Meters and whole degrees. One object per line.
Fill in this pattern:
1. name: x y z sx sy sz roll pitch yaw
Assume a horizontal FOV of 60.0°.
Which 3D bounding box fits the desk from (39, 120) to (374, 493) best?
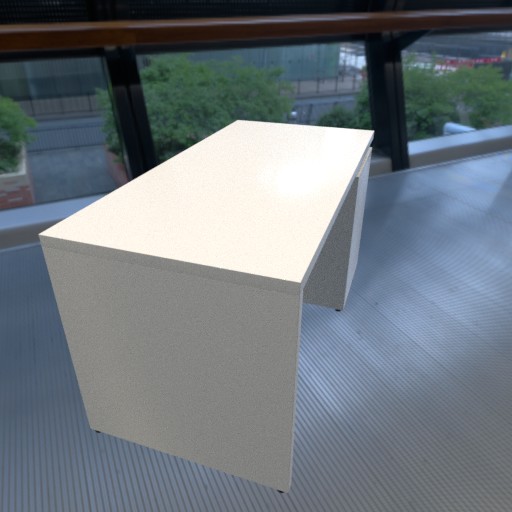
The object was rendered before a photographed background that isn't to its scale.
1. desk: 0.000 0.000 1.792 0.690 0.740 1.400 10 31 17
